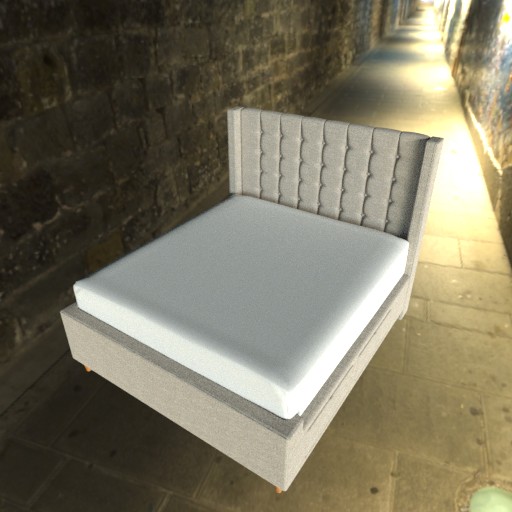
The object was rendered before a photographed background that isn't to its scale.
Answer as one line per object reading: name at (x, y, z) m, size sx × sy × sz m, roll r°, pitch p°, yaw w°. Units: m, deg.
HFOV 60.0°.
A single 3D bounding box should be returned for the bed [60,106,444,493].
bed at (0.000, 0.000, 3.622) m, size 2.044 × 1.748 × 2.372 m, roll 19°, pitch 36°, yaw 29°
